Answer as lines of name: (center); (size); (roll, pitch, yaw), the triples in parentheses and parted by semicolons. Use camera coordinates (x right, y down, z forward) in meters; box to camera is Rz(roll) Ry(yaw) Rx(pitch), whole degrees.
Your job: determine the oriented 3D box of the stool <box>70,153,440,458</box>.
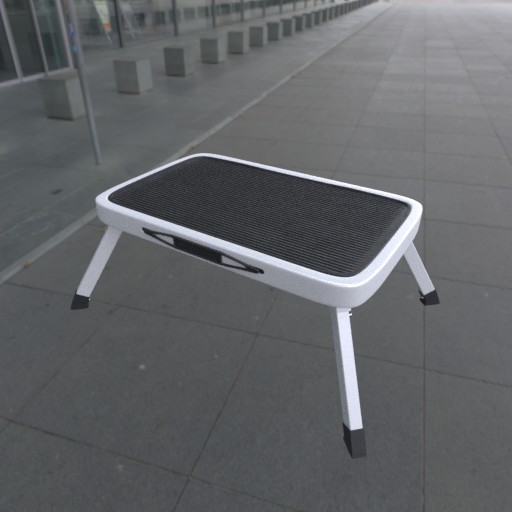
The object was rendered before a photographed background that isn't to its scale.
stool: (0.000, 0.000, 0.617); (0.460, 0.170, 0.320); (19, 36, 28)
